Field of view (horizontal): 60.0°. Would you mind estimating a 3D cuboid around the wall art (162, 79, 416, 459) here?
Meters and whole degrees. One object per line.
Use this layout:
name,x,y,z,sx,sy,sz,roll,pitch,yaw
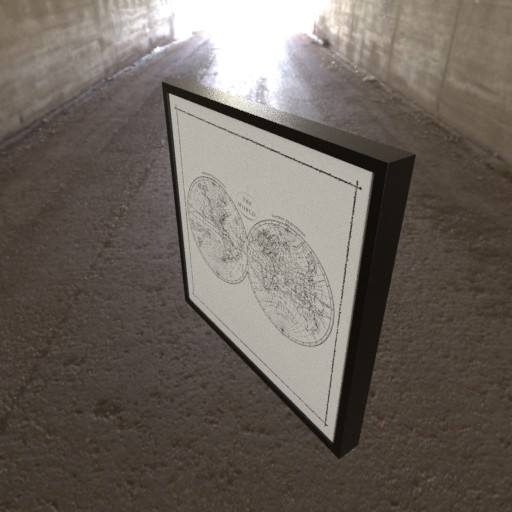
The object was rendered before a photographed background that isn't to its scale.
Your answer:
wall art,0.000,0.000,0.490,0.029,0.318,0.327,-21,38,-30
